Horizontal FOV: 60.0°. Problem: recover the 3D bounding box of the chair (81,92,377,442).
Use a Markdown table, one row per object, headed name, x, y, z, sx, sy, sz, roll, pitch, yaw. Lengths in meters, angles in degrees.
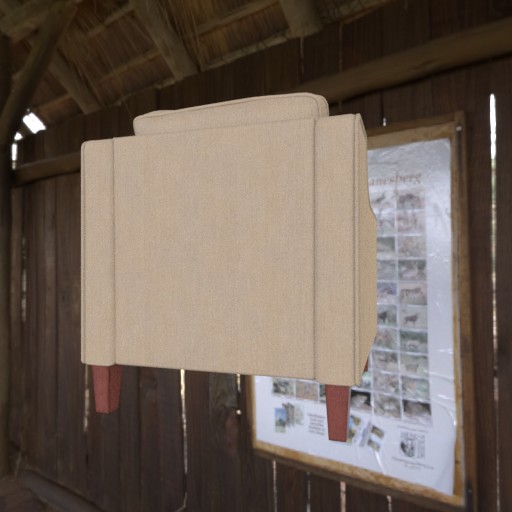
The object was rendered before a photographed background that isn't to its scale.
| name | x | y | z | sx | sy | sz | roll | pitch | yaw |
| --- | --- | --- | --- | --- | --- | --- | --- | --- | --- |
| chair | 0.000 | 0.000 | 1.641 | 0.831 | 0.960 | 0.909 | 0 | -1 | 18 |
